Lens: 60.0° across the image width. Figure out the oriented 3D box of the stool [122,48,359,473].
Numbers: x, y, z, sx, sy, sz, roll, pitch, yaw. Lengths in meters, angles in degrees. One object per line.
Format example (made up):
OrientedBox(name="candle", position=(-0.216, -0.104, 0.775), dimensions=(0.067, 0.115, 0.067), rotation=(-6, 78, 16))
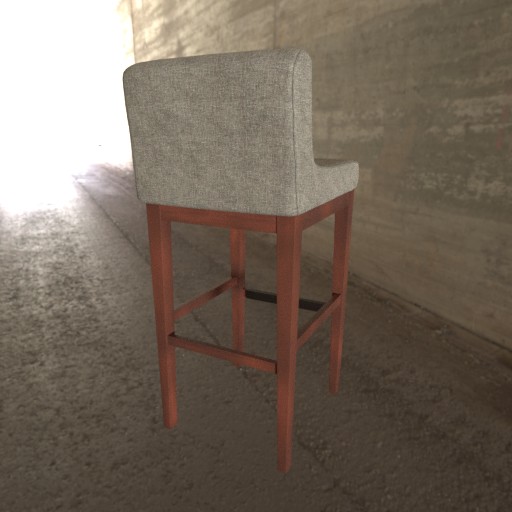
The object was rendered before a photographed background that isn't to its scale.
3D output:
OrientedBox(name="stool", position=(0.000, 0.000, 1.217), dimensions=(0.426, 0.965, 0.499), rotation=(8, 18, 27))
